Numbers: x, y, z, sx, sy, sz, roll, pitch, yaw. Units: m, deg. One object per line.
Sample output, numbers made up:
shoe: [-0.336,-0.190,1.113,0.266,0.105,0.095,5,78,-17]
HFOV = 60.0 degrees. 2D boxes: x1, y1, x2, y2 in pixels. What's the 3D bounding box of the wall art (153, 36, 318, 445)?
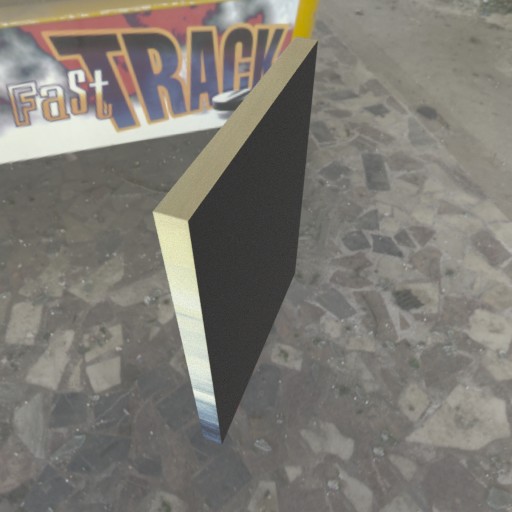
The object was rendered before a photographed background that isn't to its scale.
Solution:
wall art: [0.000,0.000,0.828,0.040,0.608,0.489,16,49,14]
